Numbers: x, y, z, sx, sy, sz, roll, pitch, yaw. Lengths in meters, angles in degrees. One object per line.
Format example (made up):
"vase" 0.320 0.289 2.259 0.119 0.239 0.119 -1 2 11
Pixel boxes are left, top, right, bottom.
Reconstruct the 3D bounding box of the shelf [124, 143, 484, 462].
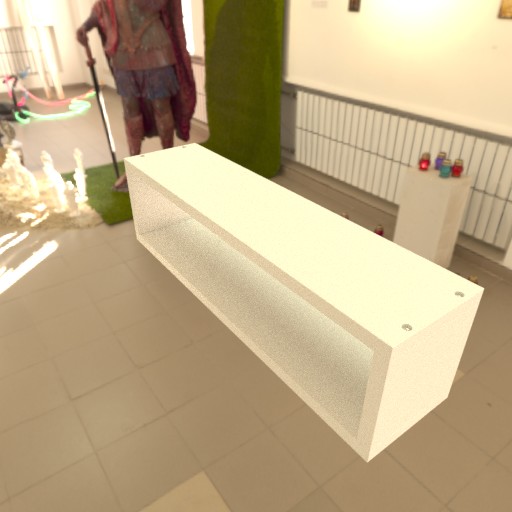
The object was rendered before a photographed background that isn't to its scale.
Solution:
"shelf" 0.000 0.000 0.684 0.150 0.170 0.610 -21 38 -30
